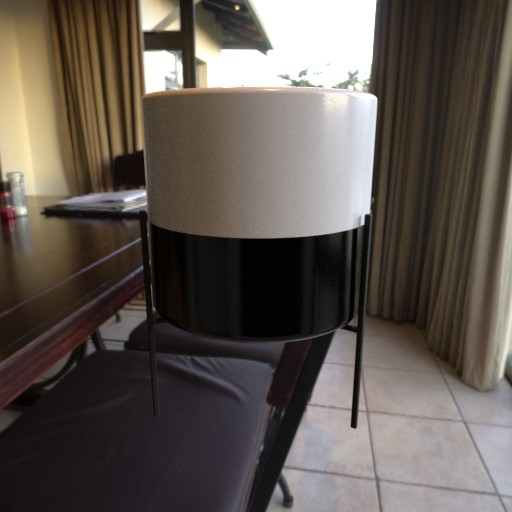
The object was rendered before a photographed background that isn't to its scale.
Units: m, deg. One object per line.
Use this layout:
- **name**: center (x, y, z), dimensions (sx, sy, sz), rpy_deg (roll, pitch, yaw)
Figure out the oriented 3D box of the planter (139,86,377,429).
- **planter**: center (0.000, 0.000, 0.639), dimensions (0.310, 0.432, 0.310), rpy_deg (-3, 16, -9)
